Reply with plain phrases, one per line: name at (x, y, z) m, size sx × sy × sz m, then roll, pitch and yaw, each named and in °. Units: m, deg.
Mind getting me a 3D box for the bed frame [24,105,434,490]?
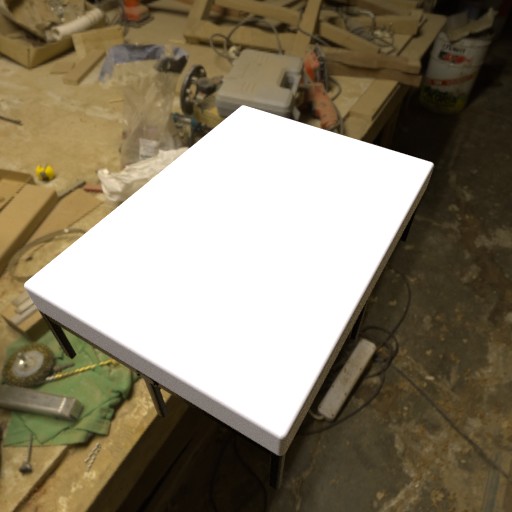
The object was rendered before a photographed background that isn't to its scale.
bed frame at (0.000, 0.000, 2.637) m, size 1.408 × 0.659 × 1.956 m, roll 24°, pitch 52°, yaw 20°
